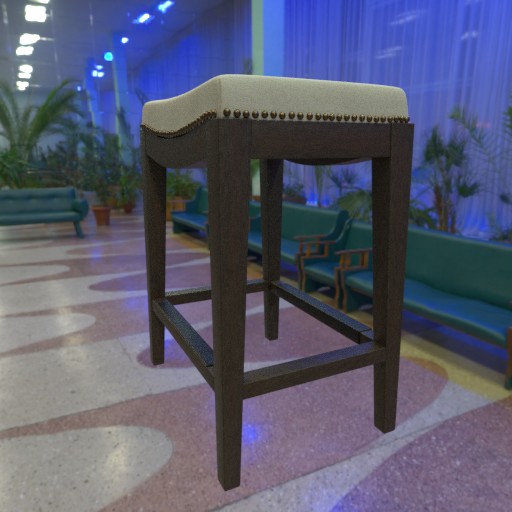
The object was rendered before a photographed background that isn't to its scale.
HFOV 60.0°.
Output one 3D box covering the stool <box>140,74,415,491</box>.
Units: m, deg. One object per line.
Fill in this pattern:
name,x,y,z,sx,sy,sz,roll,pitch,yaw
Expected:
stool,0.000,0.000,0.930,0.361,0.642,0.500,-7,15,-25
